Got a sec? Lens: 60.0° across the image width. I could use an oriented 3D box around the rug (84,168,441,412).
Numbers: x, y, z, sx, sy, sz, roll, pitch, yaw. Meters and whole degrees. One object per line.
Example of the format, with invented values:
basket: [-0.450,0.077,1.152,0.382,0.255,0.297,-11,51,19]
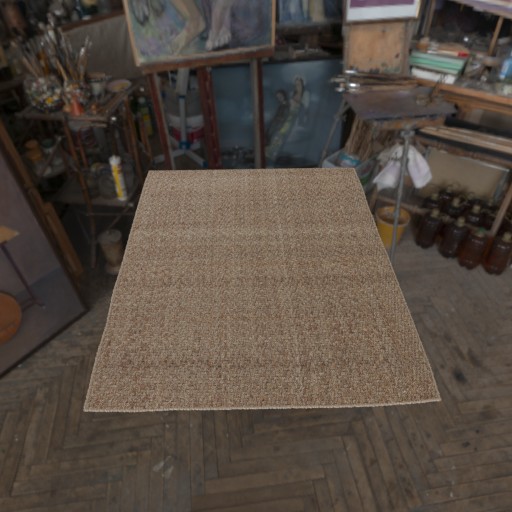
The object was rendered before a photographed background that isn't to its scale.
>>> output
rug: [0.000,0.000,4.070,2.439,0.013,3.048,-1,42,-1]
